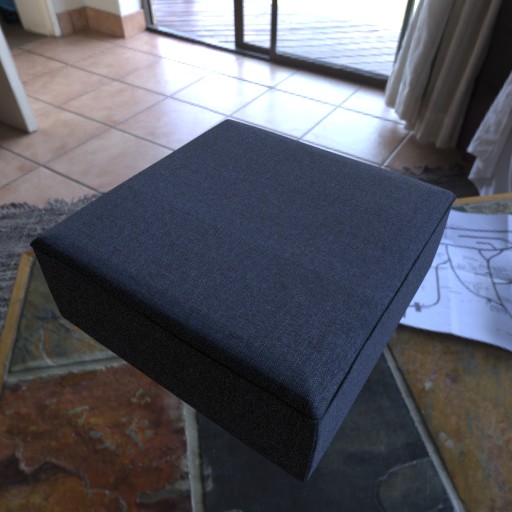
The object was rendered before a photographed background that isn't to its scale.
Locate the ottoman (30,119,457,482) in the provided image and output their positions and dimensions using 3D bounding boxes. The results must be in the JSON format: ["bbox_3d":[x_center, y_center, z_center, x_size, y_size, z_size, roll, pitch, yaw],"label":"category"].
[{"bbox_3d":[0.000,0.000,1.543,1.023,0.423,1.017,26,49,25],"label":"ottoman"}]
